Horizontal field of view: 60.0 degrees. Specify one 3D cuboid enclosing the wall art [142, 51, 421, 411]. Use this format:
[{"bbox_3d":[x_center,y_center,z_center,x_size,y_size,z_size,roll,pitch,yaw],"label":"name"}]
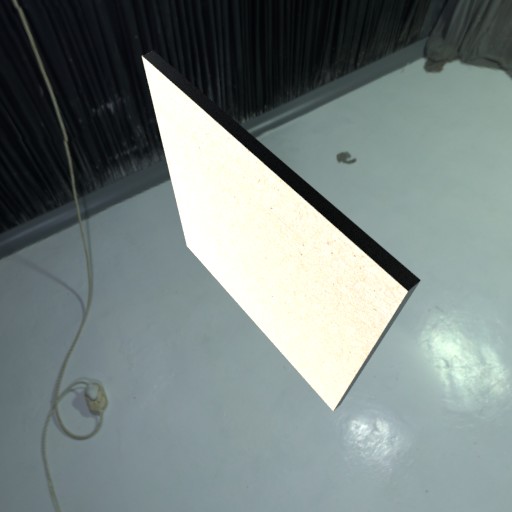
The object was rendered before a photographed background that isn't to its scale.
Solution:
[{"bbox_3d":[0.000,0.000,1.172,0.031,0.775,0.773,-35,64,-20],"label":"wall art"}]
